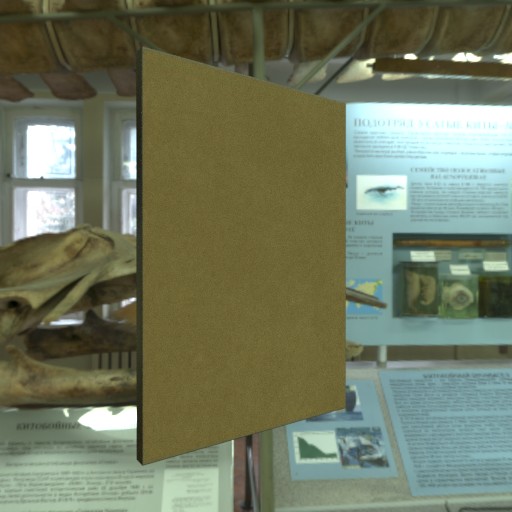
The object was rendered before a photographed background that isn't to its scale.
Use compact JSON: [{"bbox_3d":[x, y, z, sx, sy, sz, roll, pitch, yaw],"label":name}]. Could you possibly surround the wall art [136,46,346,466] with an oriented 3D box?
[{"bbox_3d":[0.000,0.000,0.578,0.314,0.455,0.019,0,0,-35],"label":"wall art"}]
